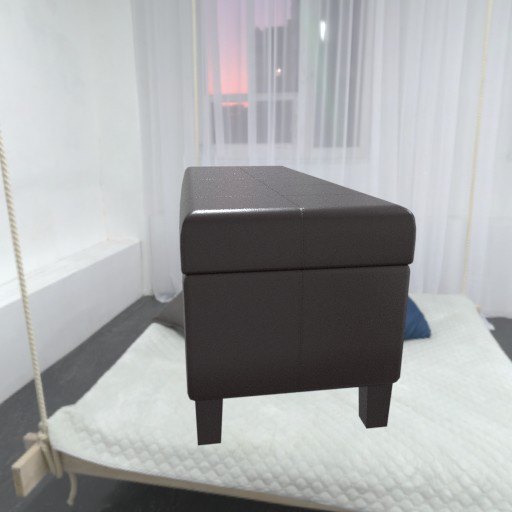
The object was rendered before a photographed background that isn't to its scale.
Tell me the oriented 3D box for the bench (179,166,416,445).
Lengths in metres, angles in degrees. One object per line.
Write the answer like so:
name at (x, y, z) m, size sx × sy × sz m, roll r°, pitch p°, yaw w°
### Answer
bench at (0.000, 0.000, 1.324) m, size 0.429 × 0.457 × 1.092 m, roll -2°, pitch 16°, yaw -8°
